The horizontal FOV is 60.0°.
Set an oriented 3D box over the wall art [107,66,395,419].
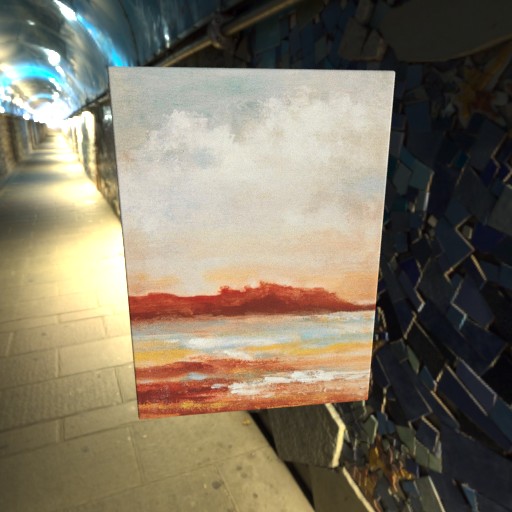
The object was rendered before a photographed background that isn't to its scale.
[{"bbox_3d":[0.000,0.000,0.777,0.443,0.605,0.035,-2,17,-8],"label":"wall art"}]
